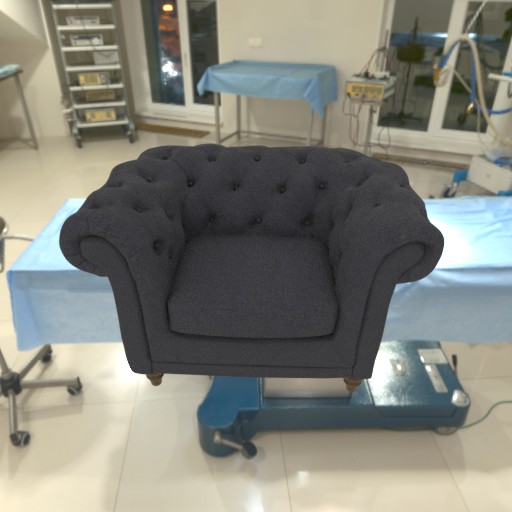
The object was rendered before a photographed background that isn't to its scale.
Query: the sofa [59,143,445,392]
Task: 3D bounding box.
[{"bbox_3d":[0.000,0.000,2.118,1.405,0.878,1.032,1,31,2],"label":"sofa"}]
